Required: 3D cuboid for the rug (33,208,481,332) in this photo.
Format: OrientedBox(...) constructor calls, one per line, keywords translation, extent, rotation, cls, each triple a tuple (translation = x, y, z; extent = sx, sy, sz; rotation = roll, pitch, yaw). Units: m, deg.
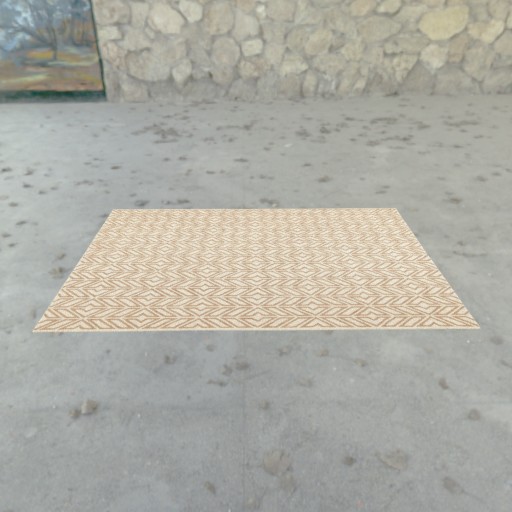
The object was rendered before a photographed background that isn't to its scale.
OrientedBox(translation=(0.000, 0.000, 2.335), extent=(1.828, 0.007, 1.220), rotation=(0, 30, -1), cls="rug")
